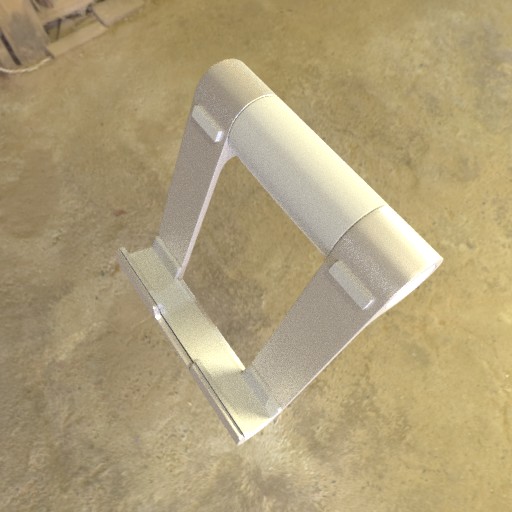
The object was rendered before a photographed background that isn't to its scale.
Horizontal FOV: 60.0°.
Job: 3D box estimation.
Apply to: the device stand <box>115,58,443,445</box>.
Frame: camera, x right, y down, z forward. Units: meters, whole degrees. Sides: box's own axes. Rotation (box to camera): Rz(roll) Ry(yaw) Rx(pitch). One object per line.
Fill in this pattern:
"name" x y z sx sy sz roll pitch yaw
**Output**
"device stand" 0.000 0.000 0.152 0.079 0.084 0.086 -33 68 -15
